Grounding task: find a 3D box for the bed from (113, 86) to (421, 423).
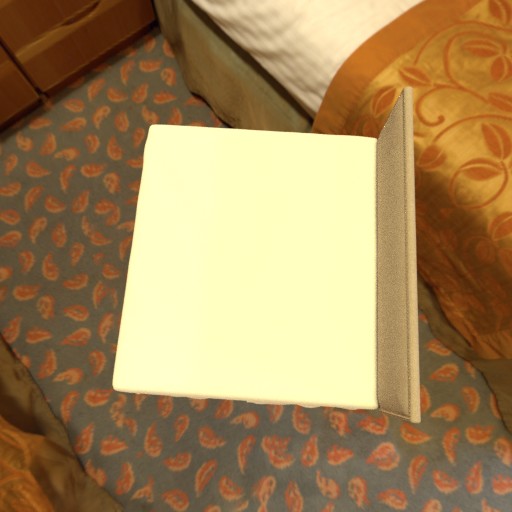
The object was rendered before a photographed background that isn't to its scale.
[{"bbox_3d":[0.000,0.000,3.297,1.914,1.346,2.170,4,75,1],"label":"bed"}]
